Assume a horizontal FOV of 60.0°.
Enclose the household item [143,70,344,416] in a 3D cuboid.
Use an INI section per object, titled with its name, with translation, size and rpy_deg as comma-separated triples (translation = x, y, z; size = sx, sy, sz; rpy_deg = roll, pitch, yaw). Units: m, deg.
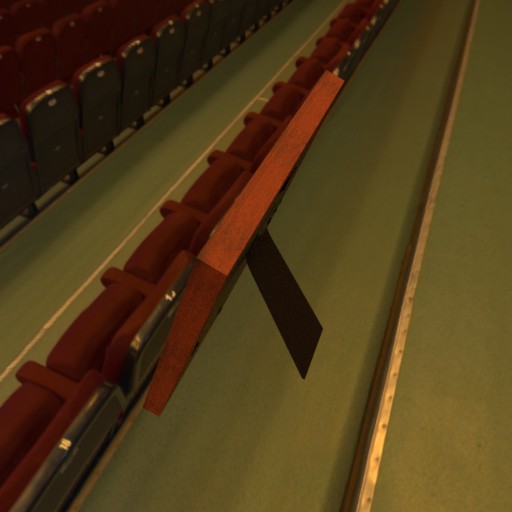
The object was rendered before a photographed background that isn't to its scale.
[household item]
translation = 0.000, 0.000, 0.392
size = 0.131, 0.240, 0.240
rpy_deg = 16, 48, 15
